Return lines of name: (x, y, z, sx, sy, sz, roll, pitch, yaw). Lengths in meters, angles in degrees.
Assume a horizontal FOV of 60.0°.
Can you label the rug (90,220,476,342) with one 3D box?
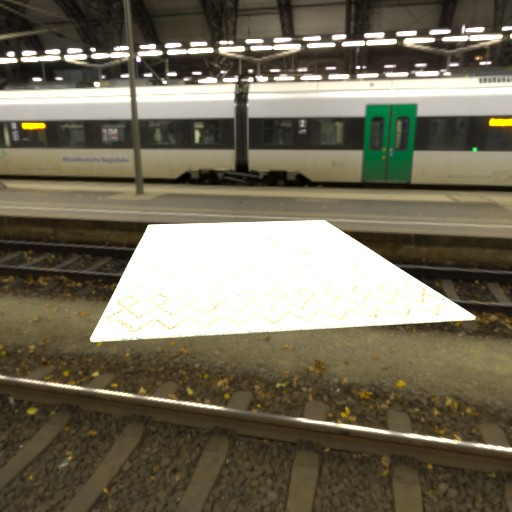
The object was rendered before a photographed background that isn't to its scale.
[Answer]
rug: (0.000, 0.000, 2.285, 1.260, 0.009, 1.820, -2, 15, -8)
